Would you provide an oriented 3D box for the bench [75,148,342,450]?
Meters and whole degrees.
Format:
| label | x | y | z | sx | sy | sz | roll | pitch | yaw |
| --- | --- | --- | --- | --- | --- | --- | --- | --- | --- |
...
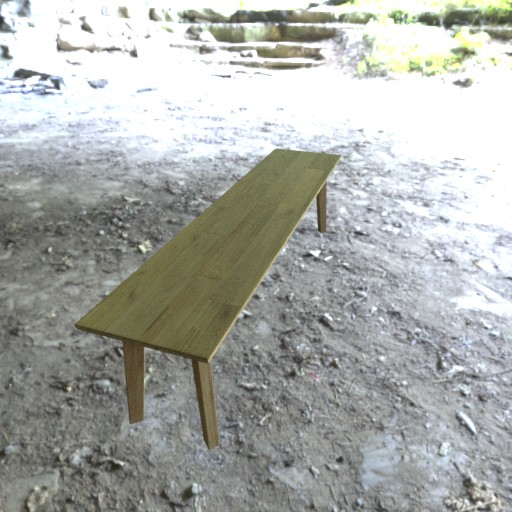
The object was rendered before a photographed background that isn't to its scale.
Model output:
| label | x | y | z | sx | sy | sz | roll | pitch | yaw |
| --- | --- | --- | --- | --- | --- | --- | --- | --- | --- |
| bench | 0.000 | 0.000 | 1.879 | 0.378 | 0.431 | 1.698 | 10 | 31 | 17 |
